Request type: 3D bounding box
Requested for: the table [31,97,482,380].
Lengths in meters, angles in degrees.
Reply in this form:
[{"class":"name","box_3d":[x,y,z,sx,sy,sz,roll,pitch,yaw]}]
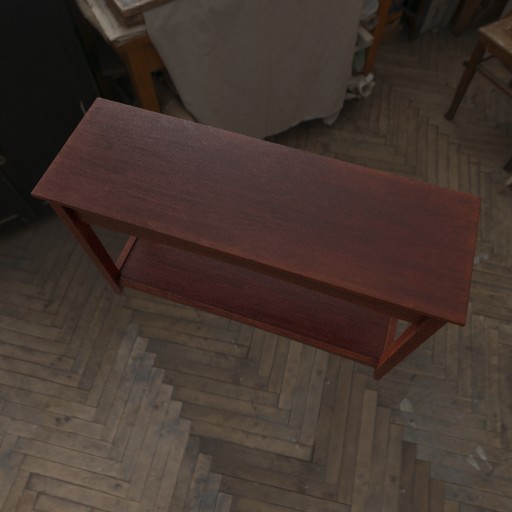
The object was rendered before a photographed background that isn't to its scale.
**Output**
[{"class":"table","box_3d":[0.000,0.000,1.554,1.188,0.739,0.392,17,64,8]}]
